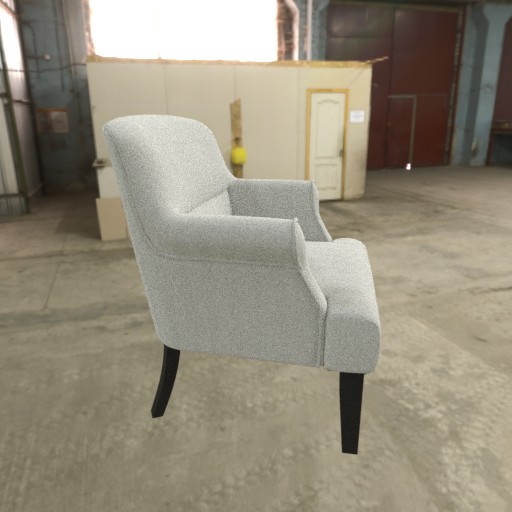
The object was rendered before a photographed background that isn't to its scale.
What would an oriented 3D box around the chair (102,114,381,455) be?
[{"bbox_3d":[0.000,0.000,1.440,0.750,0.875,0.781,3,18,10],"label":"chair"}]
